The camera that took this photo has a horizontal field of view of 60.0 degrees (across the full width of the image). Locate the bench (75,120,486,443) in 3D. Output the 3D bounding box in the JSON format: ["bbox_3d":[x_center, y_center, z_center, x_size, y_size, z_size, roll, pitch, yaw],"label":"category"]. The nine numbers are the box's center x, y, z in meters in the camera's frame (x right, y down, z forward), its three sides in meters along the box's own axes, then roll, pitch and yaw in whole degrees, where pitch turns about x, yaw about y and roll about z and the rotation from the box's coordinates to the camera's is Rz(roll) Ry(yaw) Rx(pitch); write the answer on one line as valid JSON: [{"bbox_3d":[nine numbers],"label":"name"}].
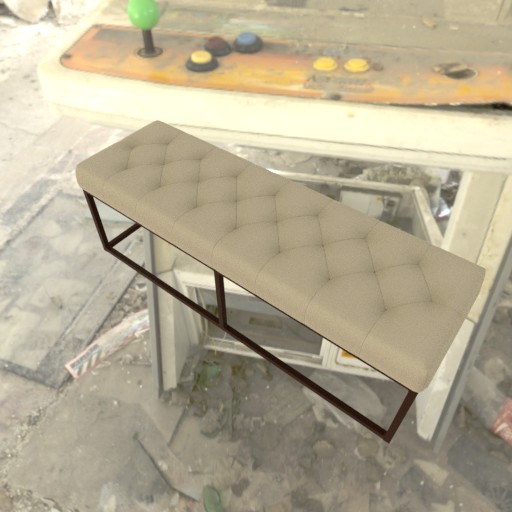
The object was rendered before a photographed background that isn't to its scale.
[{"bbox_3d":[0.000,0.000,1.718,1.488,0.488,0.479,29,53,25],"label":"bench"}]
